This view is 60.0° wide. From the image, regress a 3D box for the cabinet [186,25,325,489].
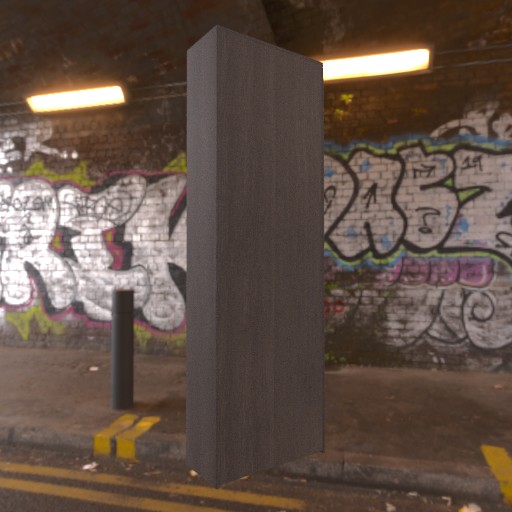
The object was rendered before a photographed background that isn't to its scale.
[{"bbox_3d":[0.000,0.000,1.809,0.520,1.630,0.255,1,-1,-35],"label":"cabinet"}]
